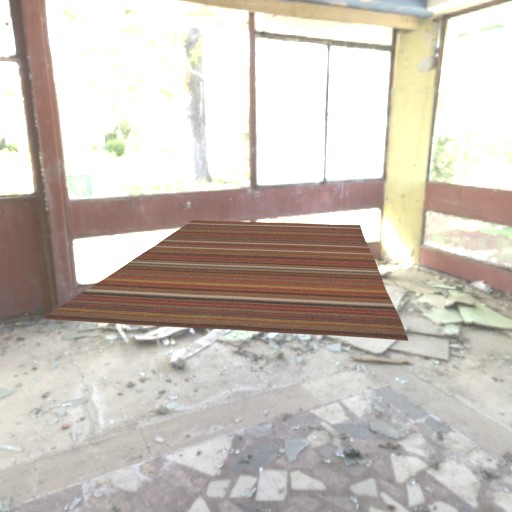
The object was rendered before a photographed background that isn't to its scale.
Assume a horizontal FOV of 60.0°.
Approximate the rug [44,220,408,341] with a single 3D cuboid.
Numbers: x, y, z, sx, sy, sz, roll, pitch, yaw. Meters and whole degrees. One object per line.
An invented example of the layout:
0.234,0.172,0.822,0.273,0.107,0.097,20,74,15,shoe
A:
0.000,0.000,2.316,1.217,0.007,1.828,2,15,8,rug
